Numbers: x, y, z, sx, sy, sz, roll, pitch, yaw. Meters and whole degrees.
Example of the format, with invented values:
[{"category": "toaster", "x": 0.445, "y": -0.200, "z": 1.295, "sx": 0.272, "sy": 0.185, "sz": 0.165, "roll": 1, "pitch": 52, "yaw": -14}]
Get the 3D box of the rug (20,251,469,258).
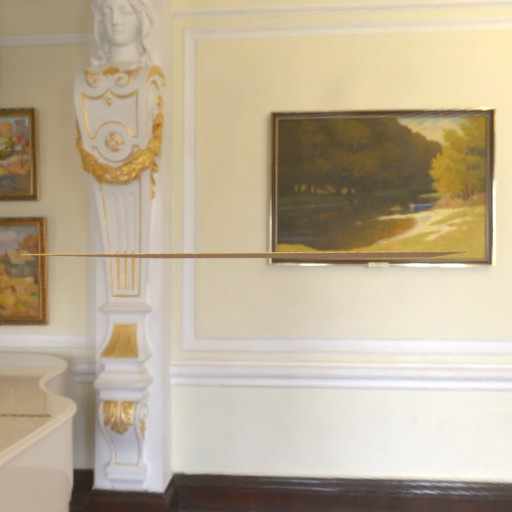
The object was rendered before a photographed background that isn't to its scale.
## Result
[{"category": "rug", "x": 0.000, "y": 0.000, "z": 3.670, "sx": 2.895, "sy": 0.006, "sz": 1.981, "roll": 0, "pitch": -1, "yaw": 16}]
